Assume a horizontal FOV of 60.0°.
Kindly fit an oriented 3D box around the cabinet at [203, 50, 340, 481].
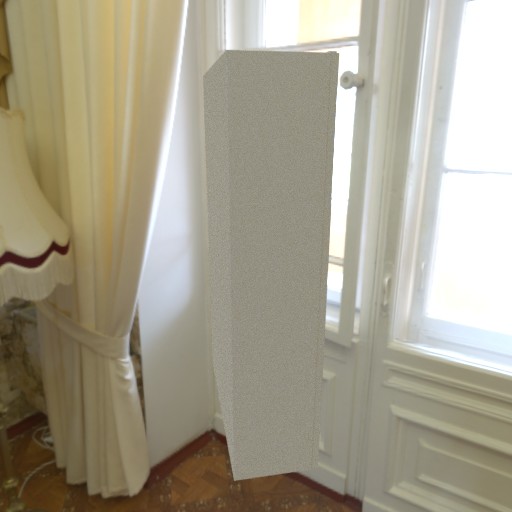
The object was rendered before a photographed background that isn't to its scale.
[{"bbox_3d":[0.000,0.000,2.723,0.480,2.160,1.250,-3,18,-10],"label":"cabinet"}]
